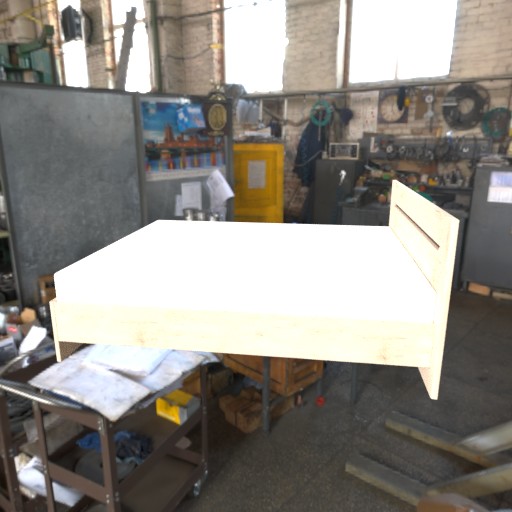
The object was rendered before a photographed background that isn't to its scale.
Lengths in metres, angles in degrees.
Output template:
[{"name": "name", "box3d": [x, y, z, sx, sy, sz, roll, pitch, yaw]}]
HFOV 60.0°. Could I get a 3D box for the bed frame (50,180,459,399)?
[{"name": "bed frame", "box3d": [0.000, 0.000, 3.075, 2.080, 0.900, 1.800, 2, 16, 8]}]
